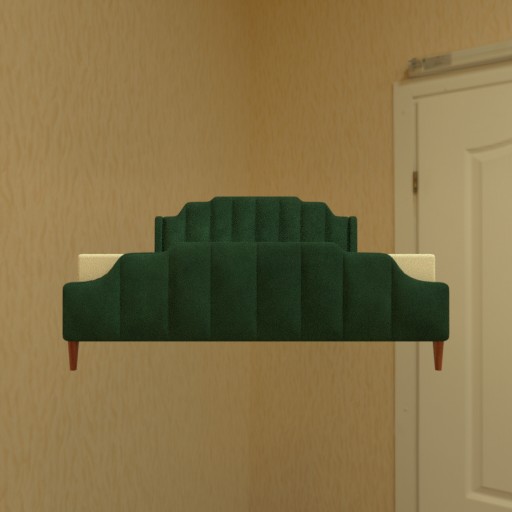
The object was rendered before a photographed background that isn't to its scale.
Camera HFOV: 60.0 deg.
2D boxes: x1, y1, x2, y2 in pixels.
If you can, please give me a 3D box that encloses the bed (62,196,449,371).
[{"bbox_3d":[0.000,0.000,3.491,2.074,1.245,2.340,0,0,0],"label":"bed"}]
